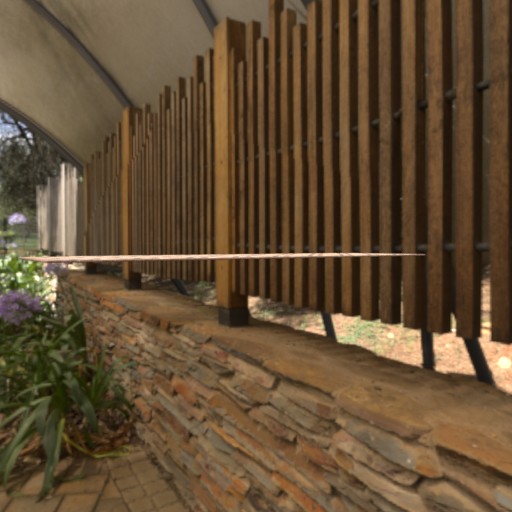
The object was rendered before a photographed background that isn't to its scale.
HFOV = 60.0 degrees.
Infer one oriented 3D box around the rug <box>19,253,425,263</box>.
[{"bbox_3d":[0.000,0.000,2.657,2.437,0.013,0.685,-1,1,-36],"label":"rug"}]
